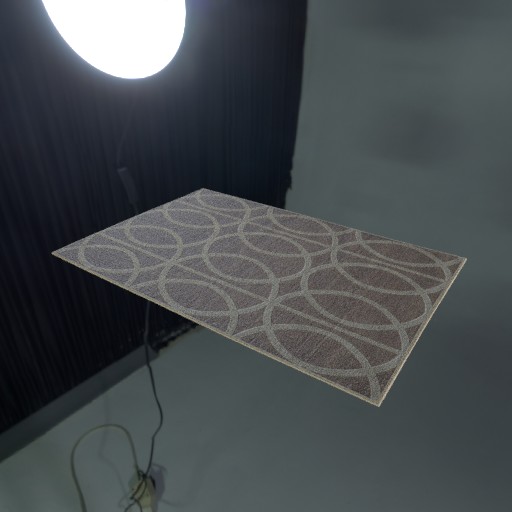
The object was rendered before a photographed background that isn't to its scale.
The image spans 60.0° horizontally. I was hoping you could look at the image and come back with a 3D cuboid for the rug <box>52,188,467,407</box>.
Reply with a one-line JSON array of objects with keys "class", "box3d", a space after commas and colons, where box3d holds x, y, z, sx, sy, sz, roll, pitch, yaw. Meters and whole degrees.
[{"class": "rug", "box3d": [0.000, 0.000, 2.921, 2.290, 0.014, 1.526, 19, 34, 30]}]
